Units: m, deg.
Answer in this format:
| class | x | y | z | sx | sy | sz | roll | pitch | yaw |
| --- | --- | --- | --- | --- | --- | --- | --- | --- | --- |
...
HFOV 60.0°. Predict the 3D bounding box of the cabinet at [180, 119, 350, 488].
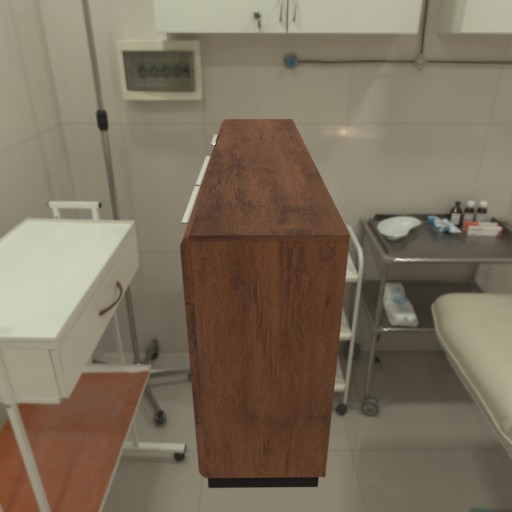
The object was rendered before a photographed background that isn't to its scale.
| class | x | y | z | sx | sy | sz | roll | pitch | yaw |
| --- | --- | --- | --- | --- | --- | --- | --- | --- | --- |
| cabinet | 0.000 | 0.000 | 1.940 | 0.420 | 0.900 | 1.600 | 0 | 26 | -1 |
